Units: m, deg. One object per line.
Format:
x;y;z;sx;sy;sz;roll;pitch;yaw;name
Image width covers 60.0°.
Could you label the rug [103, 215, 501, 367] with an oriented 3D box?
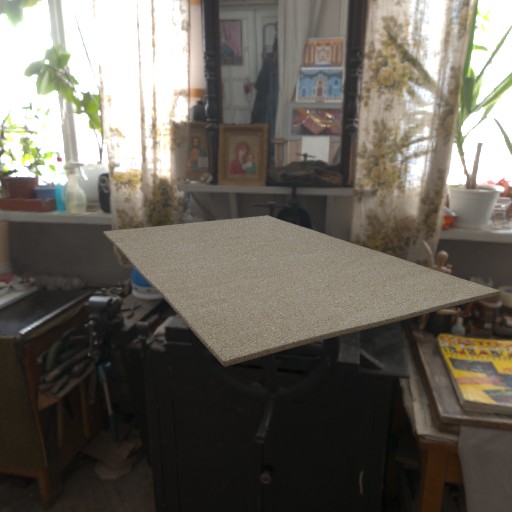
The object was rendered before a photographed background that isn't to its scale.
0.000;0.000;2.857;1.500;0.025;2.346;-8;18;-27;rug
